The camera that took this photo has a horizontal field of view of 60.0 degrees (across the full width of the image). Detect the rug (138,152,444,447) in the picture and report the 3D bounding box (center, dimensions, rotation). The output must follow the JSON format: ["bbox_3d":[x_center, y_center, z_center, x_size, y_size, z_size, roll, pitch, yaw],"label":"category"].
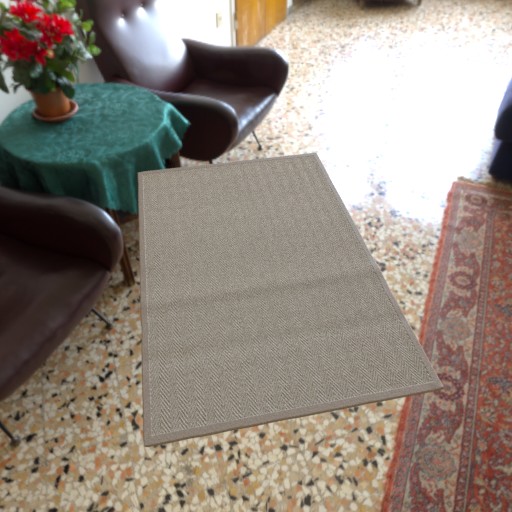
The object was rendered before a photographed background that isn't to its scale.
[{"bbox_3d":[0.000,0.000,2.985,1.540,0.021,2.290,-8,46,-8],"label":"rug"}]
